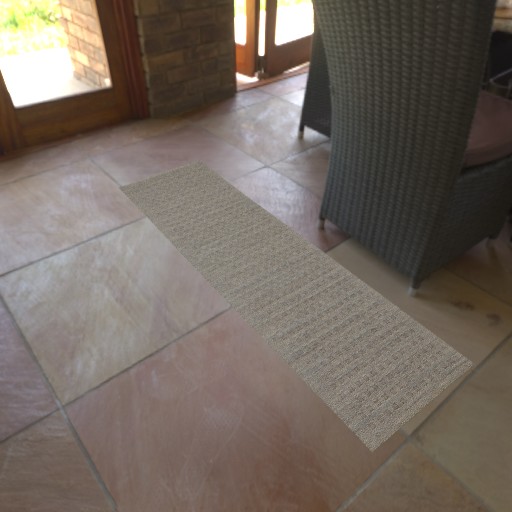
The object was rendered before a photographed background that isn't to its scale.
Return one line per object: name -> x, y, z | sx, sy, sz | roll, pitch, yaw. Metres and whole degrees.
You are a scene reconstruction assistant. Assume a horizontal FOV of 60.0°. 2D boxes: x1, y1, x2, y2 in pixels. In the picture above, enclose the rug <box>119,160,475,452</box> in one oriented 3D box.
rug -> 0.000, 0.000, 2.620 | 0.688, 0.005, 2.437 | -25, 46, -27
